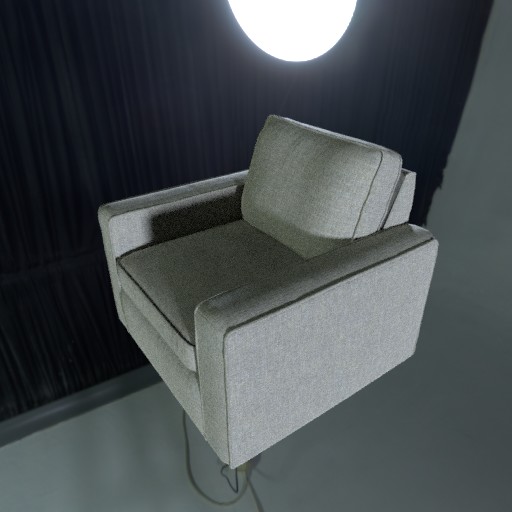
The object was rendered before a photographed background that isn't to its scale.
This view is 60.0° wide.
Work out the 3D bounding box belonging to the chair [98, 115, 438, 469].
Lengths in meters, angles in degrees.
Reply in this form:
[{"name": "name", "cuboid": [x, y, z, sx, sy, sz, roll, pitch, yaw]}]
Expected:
[{"name": "chair", "cuboid": [0.000, 0.000, 1.762, 0.940, 0.914, 1.016, -20, 36, -30]}]
